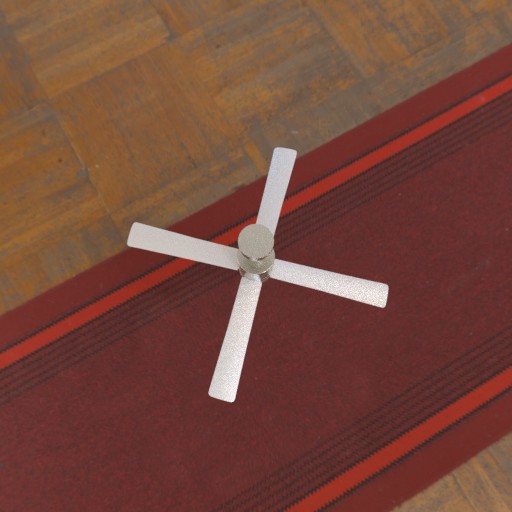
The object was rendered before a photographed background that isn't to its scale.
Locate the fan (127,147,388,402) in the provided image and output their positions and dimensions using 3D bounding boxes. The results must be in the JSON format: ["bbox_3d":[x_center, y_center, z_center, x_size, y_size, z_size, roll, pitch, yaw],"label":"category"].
[{"bbox_3d":[0.000,0.000,2.373,1.525,0.539,1.525,14,75,4],"label":"fan"}]
